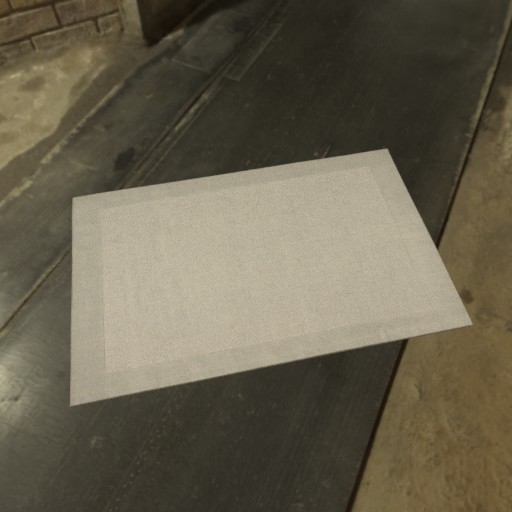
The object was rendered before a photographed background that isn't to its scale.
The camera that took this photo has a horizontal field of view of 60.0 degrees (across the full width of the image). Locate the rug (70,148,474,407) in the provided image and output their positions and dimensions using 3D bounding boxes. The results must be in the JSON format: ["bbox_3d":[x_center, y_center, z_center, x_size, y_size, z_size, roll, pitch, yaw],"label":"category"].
[{"bbox_3d":[0.000,0.000,2.995,2.438,0.014,1.524,-10,59,-6],"label":"rug"}]
